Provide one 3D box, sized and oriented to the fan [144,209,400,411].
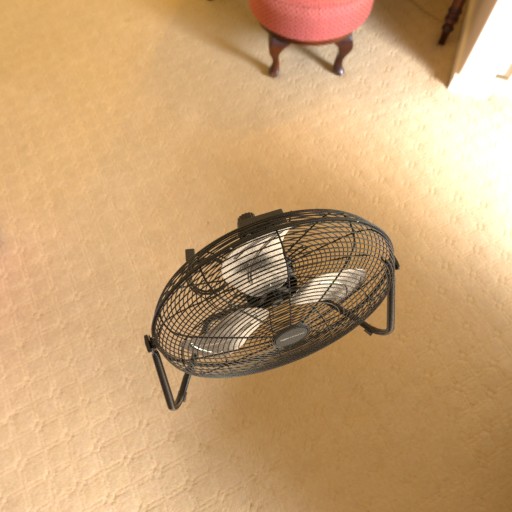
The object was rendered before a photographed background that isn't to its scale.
[{"bbox_3d":[0.000,0.000,0.941,0.555,0.546,0.424,-17,65,-8],"label":"fan"}]
